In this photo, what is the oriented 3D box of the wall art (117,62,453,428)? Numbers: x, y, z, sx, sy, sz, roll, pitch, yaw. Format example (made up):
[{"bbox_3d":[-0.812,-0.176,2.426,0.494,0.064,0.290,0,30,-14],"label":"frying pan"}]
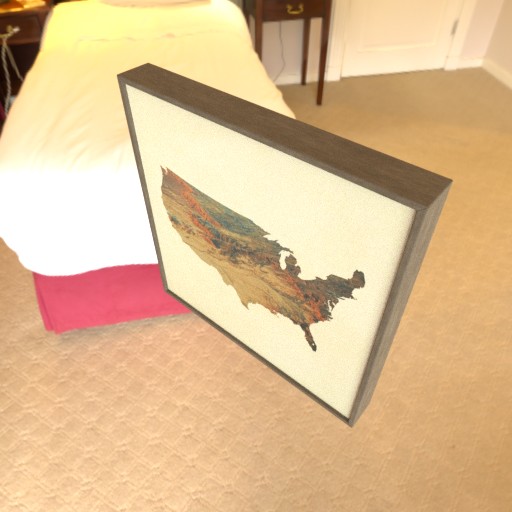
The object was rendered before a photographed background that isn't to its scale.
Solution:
[{"bbox_3d":[0.000,0.000,0.452,0.303,0.302,0.038,31,52,27],"label":"wall art"}]
